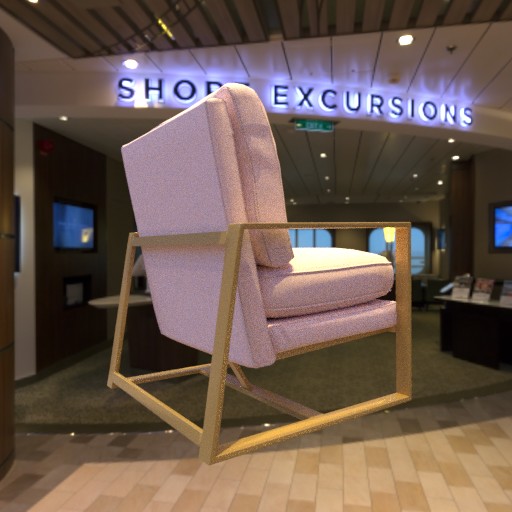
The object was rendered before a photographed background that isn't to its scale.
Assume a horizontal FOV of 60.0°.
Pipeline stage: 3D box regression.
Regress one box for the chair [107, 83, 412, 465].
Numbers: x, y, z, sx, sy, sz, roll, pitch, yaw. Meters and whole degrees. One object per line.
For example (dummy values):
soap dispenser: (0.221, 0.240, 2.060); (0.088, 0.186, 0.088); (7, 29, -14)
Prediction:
chair: (0.000, 0.000, 1.560); (0.813, 0.956, 0.758); (0, 1, -36)
